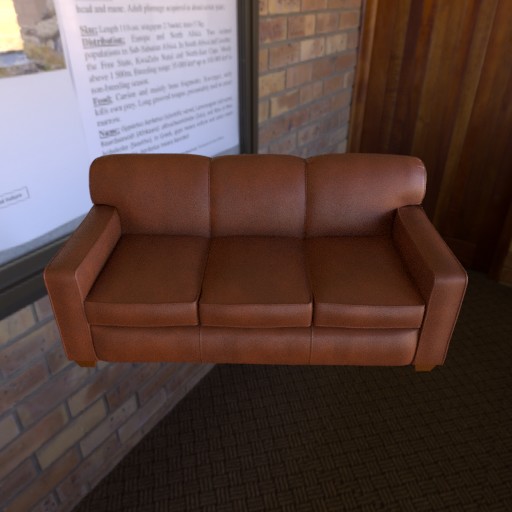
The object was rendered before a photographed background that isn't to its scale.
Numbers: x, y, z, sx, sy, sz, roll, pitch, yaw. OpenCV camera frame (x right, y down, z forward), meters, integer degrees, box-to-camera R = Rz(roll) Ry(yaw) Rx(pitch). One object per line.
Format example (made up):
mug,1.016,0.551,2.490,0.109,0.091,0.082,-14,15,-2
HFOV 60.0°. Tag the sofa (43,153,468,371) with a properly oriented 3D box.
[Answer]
sofa,0.000,0.000,2.549,2.039,0.953,1.008,0,31,1
